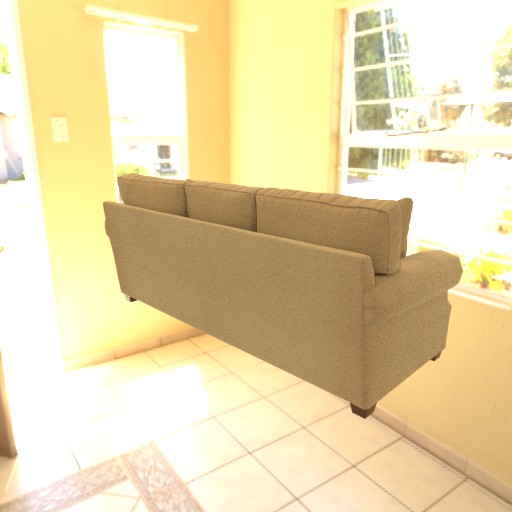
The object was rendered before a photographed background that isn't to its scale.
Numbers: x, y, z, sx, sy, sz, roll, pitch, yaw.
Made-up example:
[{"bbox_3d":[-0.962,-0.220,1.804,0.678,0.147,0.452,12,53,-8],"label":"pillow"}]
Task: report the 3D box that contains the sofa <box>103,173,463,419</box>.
[{"bbox_3d":[0.000,0.000,2.829,2.312,0.975,0.965,15,21,43],"label":"sofa"}]
